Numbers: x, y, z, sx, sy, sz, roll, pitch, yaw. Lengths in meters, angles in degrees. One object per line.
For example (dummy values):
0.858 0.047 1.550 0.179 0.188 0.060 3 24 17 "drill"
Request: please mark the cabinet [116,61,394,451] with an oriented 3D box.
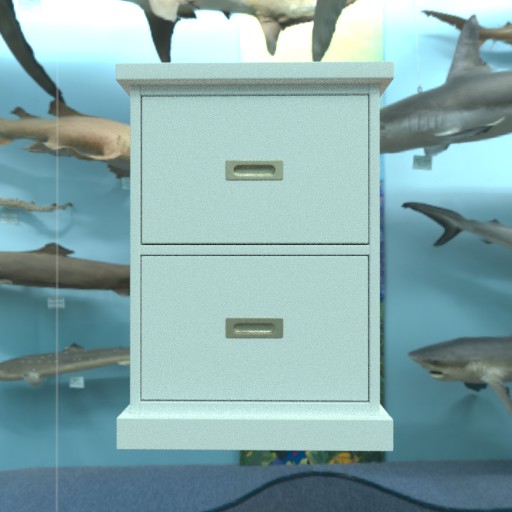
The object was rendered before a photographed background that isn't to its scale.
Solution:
0.000 0.000 1.038 0.520 0.723 0.431 0 0 1 "cabinet"
